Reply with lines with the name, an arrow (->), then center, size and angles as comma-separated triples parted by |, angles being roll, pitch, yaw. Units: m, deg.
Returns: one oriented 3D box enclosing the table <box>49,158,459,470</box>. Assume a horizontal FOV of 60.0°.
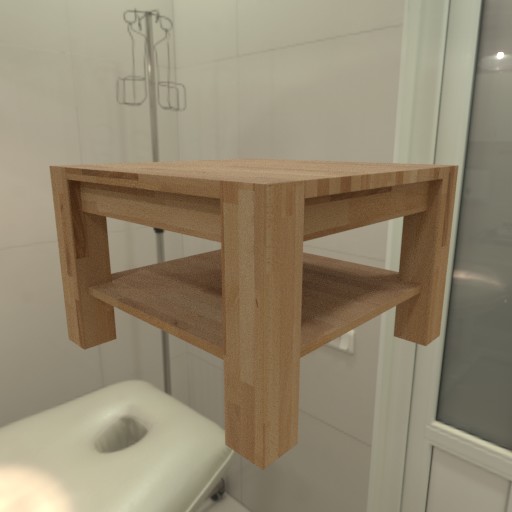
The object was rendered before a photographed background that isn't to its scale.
table -> 0.000, 0.000, 1.126 | 0.700, 0.451, 0.700 | 13, 19, 42
